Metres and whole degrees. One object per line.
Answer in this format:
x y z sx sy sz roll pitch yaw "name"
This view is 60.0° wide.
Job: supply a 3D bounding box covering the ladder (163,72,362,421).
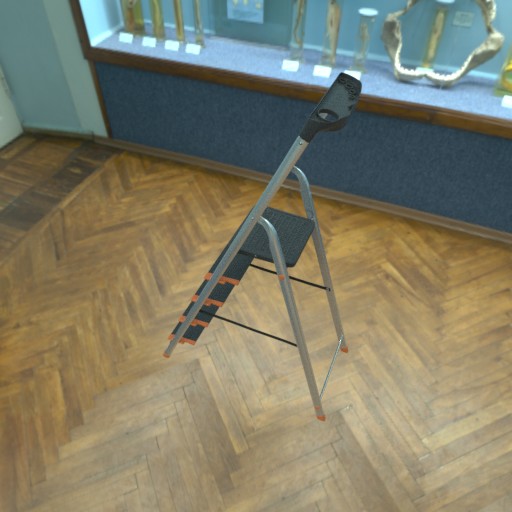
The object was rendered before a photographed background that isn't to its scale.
0.000 0.000 2.032 0.995 1.646 0.480 17 48 16 "ladder"
